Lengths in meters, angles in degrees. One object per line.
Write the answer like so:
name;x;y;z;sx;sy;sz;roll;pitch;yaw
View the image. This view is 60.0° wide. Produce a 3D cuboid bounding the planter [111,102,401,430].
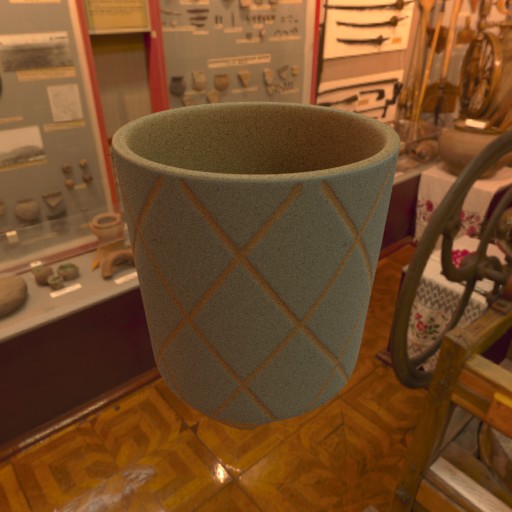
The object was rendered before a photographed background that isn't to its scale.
planter;0.000;0.000;0.352;0.191;0.200;0.191;0;30;0
